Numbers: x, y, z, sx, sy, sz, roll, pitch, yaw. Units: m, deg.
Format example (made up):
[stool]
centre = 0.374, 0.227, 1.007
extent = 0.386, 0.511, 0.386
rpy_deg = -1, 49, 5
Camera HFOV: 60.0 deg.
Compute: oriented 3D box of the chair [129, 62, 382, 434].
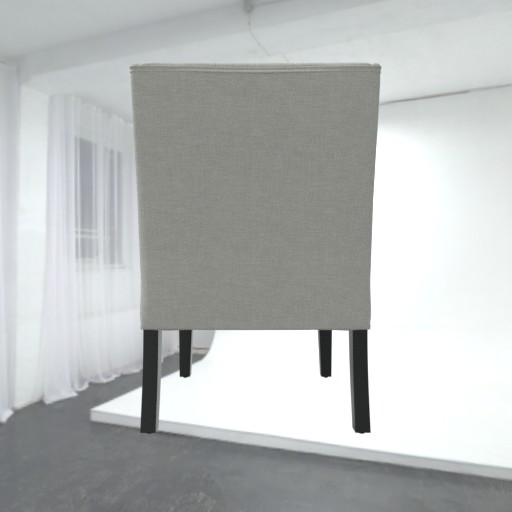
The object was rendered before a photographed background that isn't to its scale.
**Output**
[chair]
centre = 0.000, 0.000, 1.282
extent = 0.569, 0.853, 0.676
rpy_deg = 0, -1, 0
